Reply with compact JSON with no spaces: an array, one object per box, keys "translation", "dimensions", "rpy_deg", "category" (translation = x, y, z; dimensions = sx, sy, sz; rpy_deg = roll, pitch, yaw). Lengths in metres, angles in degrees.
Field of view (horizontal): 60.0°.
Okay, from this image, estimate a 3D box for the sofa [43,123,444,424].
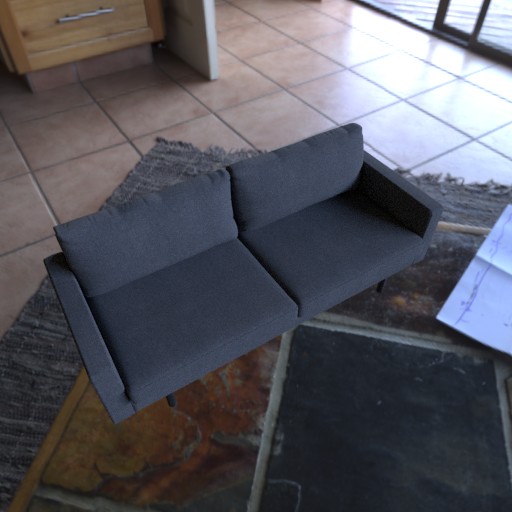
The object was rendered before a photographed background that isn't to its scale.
[{"translation":[0.000,0.000,2.570],"dimensions":[2.100,0.880,0.880],"rpy_deg":[-24,51,-21],"category":"sofa"}]
